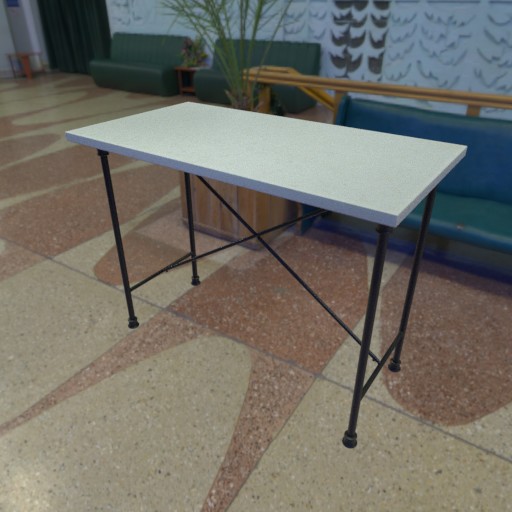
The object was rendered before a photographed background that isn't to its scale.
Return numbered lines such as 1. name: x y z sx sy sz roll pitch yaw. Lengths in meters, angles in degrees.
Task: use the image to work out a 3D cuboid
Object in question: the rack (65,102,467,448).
1. rack: 0.000 0.000 1.655 1.159 0.880 0.613 20 36 30
